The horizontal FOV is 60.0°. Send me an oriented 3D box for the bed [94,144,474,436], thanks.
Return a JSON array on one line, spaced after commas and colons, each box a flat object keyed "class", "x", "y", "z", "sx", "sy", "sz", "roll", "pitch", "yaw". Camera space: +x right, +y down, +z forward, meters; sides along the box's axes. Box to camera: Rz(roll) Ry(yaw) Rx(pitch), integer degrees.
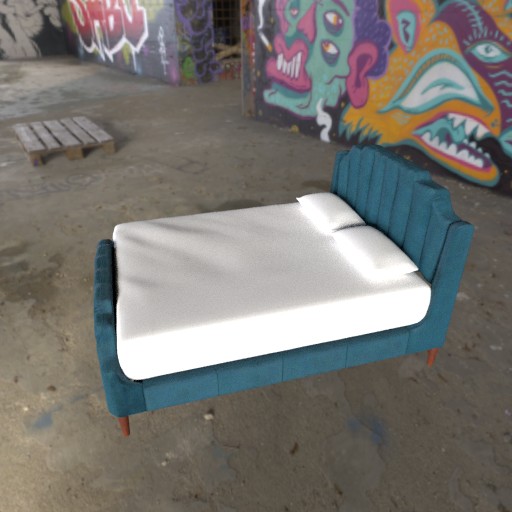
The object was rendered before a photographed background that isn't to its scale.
[{"class": "bed", "x": 0.000, "y": 0.000, "z": 3.346, "sx": 2.322, "sy": 1.351, "sz": 1.676, "roll": -8, "pitch": 31, "yaw": -14}]
